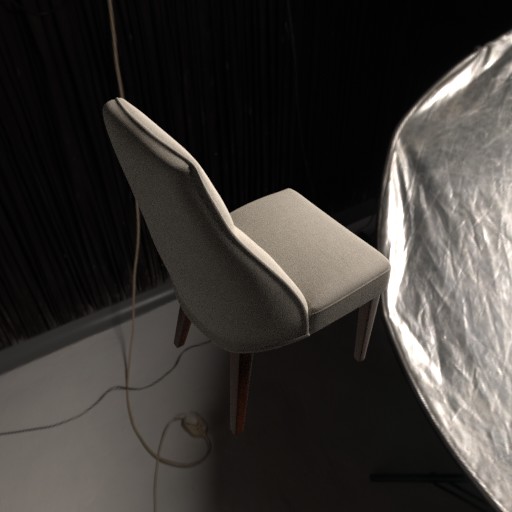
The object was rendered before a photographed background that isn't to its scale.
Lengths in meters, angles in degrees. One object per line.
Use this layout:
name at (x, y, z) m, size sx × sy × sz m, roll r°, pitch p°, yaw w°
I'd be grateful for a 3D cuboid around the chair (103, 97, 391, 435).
chair at (0.000, 0.000, 1.272) m, size 0.620 × 0.930 × 0.500 m, roll -24°, pitch 46°, yaw -25°
